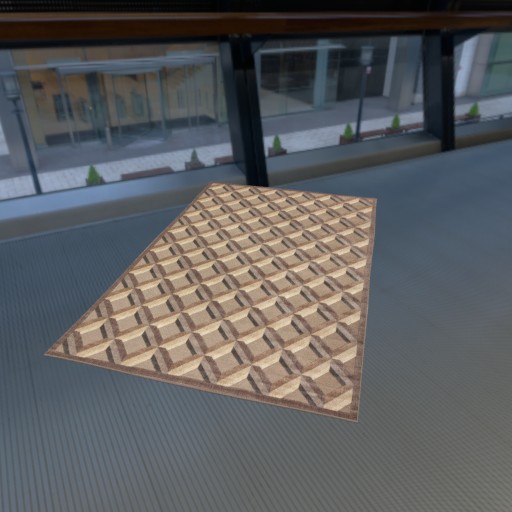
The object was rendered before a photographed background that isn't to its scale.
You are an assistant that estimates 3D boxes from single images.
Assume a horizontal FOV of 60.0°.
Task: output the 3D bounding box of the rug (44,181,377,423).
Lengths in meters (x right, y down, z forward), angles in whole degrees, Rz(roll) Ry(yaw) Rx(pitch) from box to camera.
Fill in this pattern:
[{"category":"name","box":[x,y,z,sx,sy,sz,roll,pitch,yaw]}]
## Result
[{"category":"rug","box":[0.000,0.000,2.096,1.066,0.011,1.677,8,32,13]}]
